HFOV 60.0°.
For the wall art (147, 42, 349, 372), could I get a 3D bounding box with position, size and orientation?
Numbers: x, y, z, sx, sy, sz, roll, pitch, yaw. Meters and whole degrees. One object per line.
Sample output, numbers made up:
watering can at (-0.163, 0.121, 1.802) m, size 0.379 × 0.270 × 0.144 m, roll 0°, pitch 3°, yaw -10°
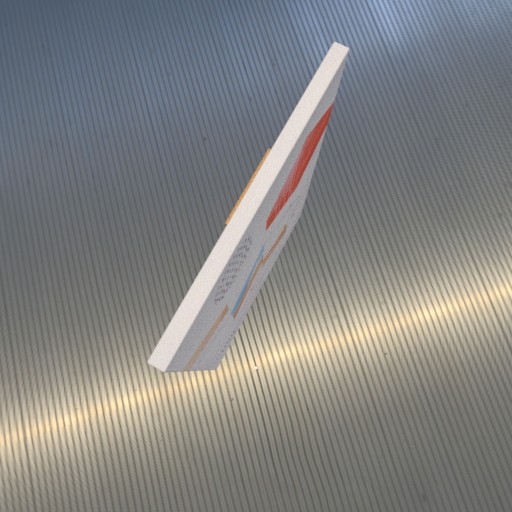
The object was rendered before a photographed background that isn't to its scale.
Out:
wall art at (0.000, 0.000, 1.107) m, size 0.036 × 0.848 × 0.613 m, roll 28°, pitch 77°, yaw 7°
